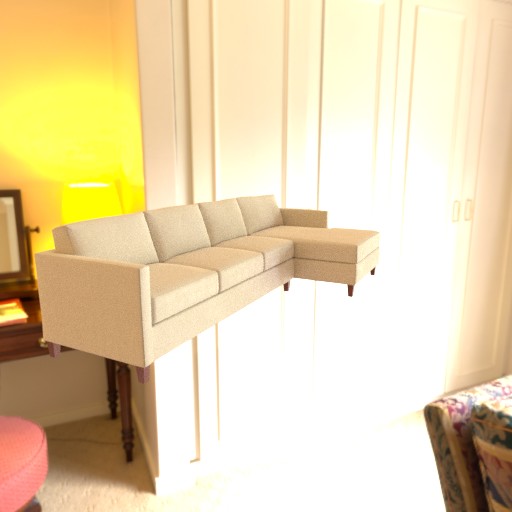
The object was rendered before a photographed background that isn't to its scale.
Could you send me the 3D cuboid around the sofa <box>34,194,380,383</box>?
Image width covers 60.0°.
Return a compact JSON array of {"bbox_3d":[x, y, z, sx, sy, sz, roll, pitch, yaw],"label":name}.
[{"bbox_3d":[0.000,0.000,4.138,1.599,0.954,3.471,6,13,27],"label":"sofa"}]
